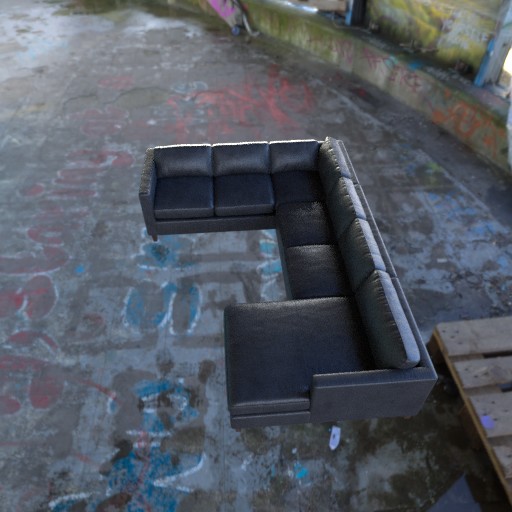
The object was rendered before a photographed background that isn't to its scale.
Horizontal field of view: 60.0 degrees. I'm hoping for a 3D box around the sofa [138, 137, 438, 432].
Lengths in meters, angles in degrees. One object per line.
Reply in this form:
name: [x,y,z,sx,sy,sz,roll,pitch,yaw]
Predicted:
sofa: [0.000,0.000,4.564,2.452,0.891,3.324,-3,46,-3]
